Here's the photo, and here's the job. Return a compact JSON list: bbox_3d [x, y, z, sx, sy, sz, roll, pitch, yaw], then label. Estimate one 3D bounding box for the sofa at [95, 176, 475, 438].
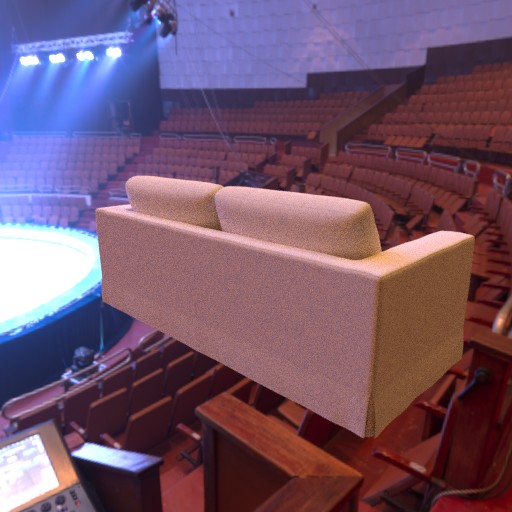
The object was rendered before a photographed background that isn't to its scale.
[{"bbox_3d":[0.000,0.000,2.639,2.163,0.881,0.954,14,21,42],"label":"sofa"}]
